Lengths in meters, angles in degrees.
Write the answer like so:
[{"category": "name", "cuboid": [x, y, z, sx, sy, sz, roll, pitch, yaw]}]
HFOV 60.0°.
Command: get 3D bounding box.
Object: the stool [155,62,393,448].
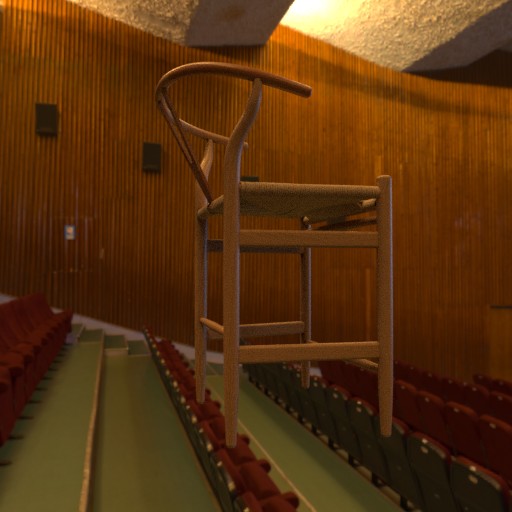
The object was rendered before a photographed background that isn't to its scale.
[{"category": "stool", "cuboid": [0.000, 0.000, 1.283, 0.575, 0.923, 0.536, 1, -2, -19]}]
